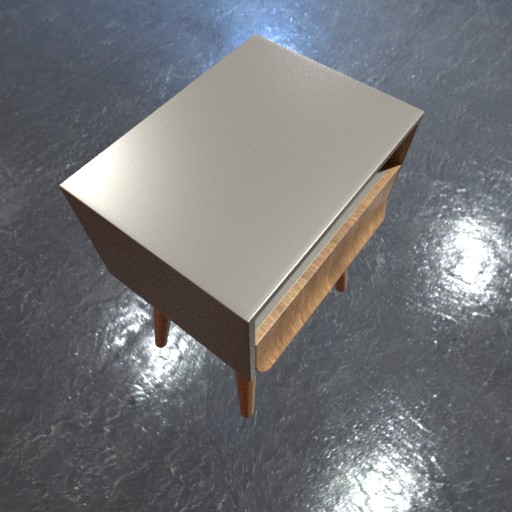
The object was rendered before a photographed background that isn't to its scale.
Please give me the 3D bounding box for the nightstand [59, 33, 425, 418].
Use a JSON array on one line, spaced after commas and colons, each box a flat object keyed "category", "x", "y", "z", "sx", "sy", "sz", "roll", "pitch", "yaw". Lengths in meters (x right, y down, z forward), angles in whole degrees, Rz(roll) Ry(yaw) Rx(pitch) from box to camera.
[{"category": "nightstand", "x": 0.000, "y": 0.000, "z": 0.756, "sx": 0.288, "sy": 0.508, "sz": 0.370, "roll": 33, "pitch": 64, "yaw": 18}]
